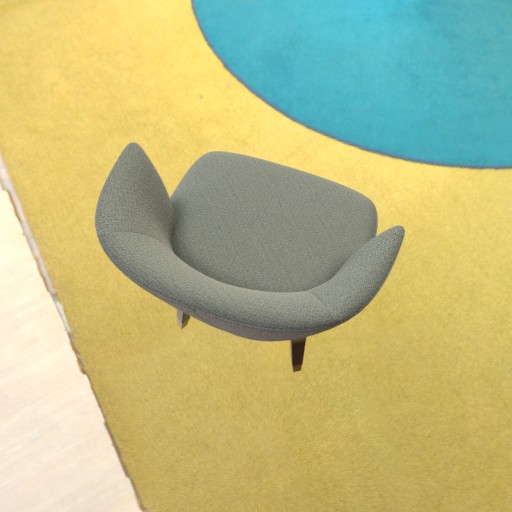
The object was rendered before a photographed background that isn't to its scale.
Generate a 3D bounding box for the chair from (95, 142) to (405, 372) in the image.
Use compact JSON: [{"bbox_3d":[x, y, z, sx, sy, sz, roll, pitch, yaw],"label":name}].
[{"bbox_3d":[0.000,0.000,1.326,0.700,0.760,0.660,19,64,9],"label":"chair"}]
